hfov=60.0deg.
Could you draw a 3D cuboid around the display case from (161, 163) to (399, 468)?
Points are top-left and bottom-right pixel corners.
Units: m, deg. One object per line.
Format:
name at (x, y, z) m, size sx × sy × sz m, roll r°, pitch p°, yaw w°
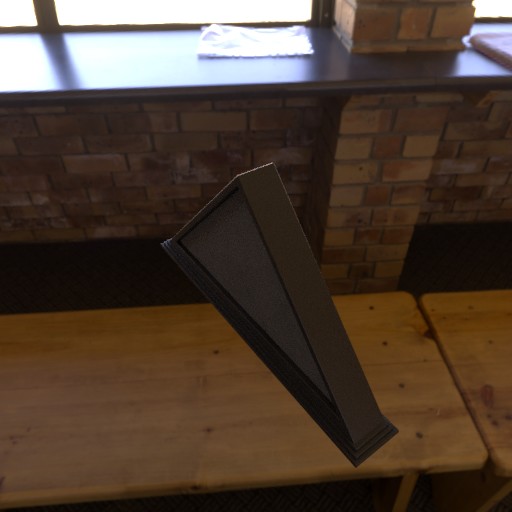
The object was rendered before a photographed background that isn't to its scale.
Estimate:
display case at (0.000, 0.000, 0.767) m, size 0.095 × 0.340 × 0.640 m, roll -25°, pitch 47°, yaw -26°
